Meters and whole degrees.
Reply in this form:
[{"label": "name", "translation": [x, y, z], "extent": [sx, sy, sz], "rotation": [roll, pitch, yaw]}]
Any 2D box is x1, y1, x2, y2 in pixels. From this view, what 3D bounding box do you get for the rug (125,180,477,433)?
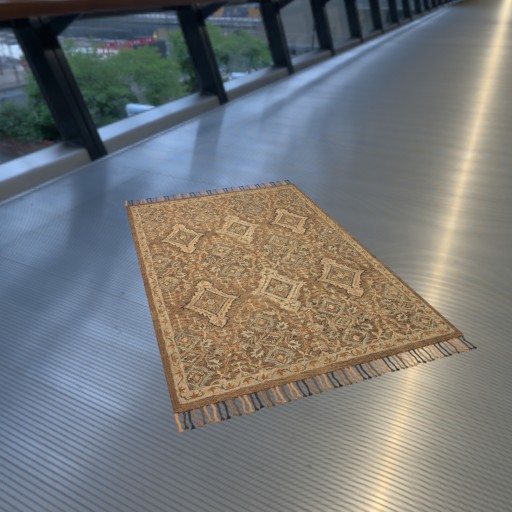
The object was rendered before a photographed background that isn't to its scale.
[{"label": "rug", "translation": [0.000, 0.000, 2.995], "extent": [1.516, 0.010, 2.434], "rotation": [-10, 32, -16]}]
